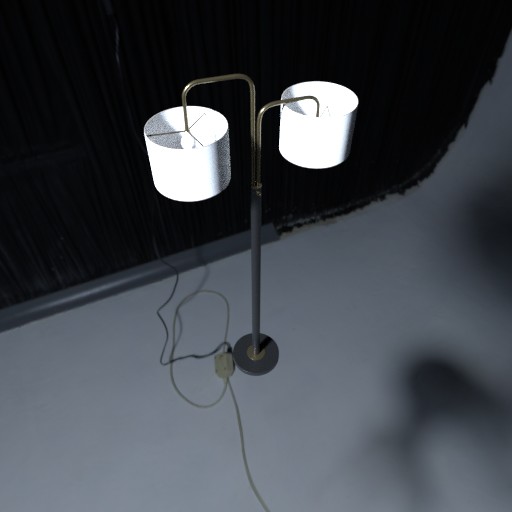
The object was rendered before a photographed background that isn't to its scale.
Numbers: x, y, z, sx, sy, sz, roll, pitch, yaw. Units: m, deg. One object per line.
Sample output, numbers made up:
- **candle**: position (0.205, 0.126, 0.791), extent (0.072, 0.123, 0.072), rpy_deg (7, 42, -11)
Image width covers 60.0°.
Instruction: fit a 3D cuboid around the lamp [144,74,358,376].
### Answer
- **lamp**: position (0.000, 0.000, 1.883), extent (0.711, 1.587, 0.254), rpy_deg (-17, 49, -16)
